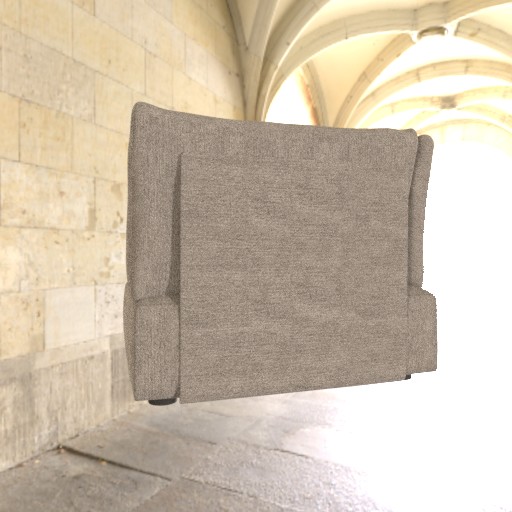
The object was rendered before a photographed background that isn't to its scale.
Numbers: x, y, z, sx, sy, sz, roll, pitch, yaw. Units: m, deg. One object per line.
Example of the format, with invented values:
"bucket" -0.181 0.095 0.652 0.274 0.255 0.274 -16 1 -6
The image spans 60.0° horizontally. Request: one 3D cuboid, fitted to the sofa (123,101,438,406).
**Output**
"sofa" 0.000 0.000 1.744 1.000 0.820 1.000 0 0 -18
